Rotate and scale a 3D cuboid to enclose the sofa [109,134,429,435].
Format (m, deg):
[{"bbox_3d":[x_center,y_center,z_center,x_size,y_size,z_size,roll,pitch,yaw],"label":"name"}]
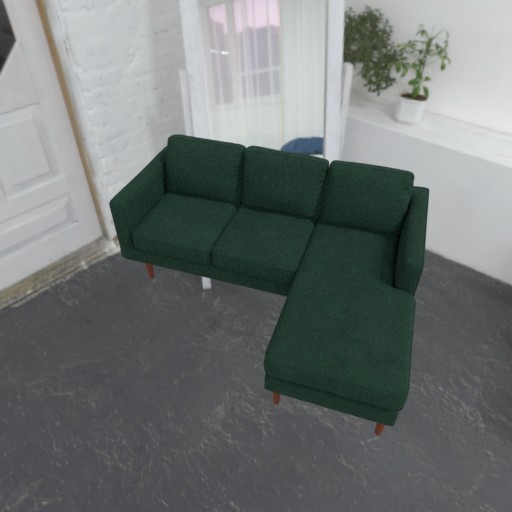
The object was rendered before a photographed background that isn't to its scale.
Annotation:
[{"bbox_3d":[0.000,0.000,2.890,2.030,0.899,1.580,12,43,14],"label":"sofa"}]
